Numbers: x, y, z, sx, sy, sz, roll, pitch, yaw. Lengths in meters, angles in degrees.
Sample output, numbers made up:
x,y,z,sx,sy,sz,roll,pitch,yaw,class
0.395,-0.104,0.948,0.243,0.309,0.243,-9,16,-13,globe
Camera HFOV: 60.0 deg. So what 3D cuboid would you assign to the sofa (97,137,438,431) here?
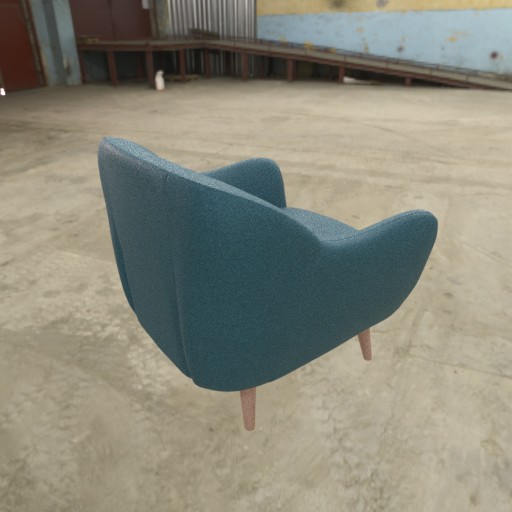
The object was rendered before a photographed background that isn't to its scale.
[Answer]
x,y,z,sx,sy,sz,roll,pitch,yaw,class
0.000,0.000,1.494,0.825,0.817,0.836,-19,32,-32,sofa
